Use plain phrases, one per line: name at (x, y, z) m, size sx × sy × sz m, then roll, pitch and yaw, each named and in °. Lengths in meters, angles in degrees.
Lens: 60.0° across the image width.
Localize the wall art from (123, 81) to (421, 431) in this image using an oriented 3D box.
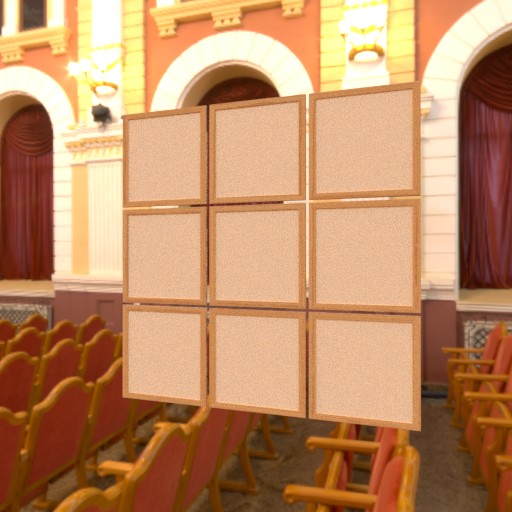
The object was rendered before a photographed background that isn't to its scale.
wall art at (0.000, 0.000, 2.179) m, size 1.519 × 1.534 × 0.013 m, roll 0°, pitch 0°, yaw 18°
